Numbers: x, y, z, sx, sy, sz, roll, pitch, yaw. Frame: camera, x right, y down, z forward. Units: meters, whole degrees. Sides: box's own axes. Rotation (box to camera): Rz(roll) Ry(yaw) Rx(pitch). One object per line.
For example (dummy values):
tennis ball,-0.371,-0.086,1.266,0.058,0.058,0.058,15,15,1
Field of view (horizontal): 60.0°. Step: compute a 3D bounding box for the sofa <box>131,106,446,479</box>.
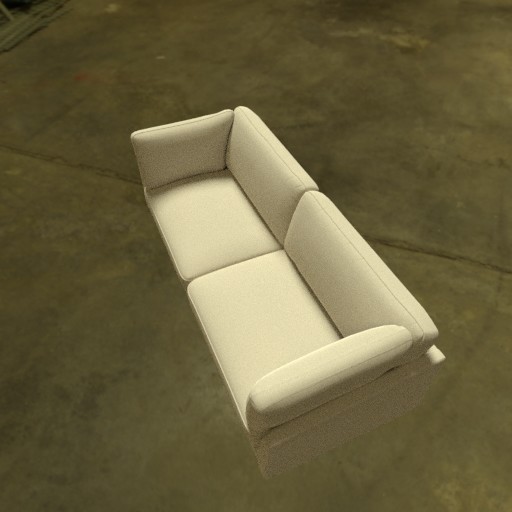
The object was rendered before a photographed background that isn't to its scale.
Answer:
sofa,0.000,0.000,2.750,0.957,0.863,2.301,-18,50,-16
